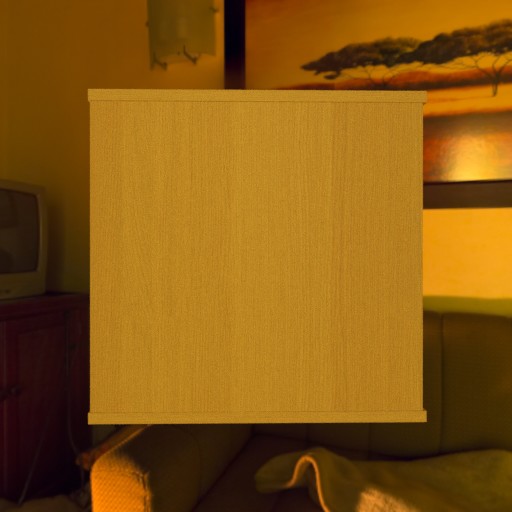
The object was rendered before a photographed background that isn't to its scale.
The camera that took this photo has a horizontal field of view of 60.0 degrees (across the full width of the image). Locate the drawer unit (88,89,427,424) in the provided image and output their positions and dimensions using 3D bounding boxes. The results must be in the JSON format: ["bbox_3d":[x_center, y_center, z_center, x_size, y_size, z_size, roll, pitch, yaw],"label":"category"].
[{"bbox_3d":[0.000,0.000,0.601,0.349,0.344,0.290,0,0,-1],"label":"drawer unit"}]
